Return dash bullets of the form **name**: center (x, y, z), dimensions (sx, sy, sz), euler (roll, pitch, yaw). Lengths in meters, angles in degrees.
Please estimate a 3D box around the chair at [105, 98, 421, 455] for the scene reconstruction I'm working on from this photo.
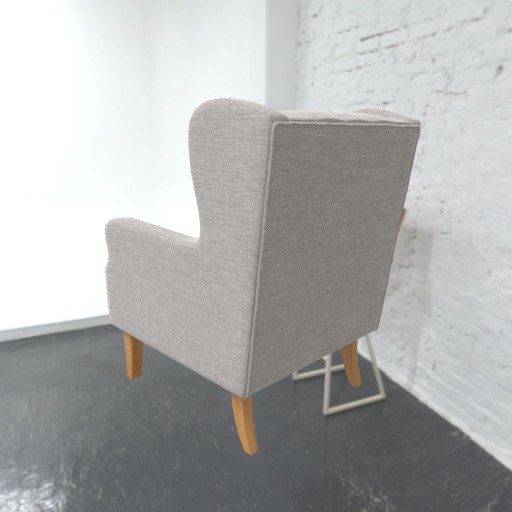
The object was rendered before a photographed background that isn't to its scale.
- **chair**: center (0.000, 0.000, 1.459), dimensions (0.710, 0.930, 0.760), euler (-14, 21, -41)
